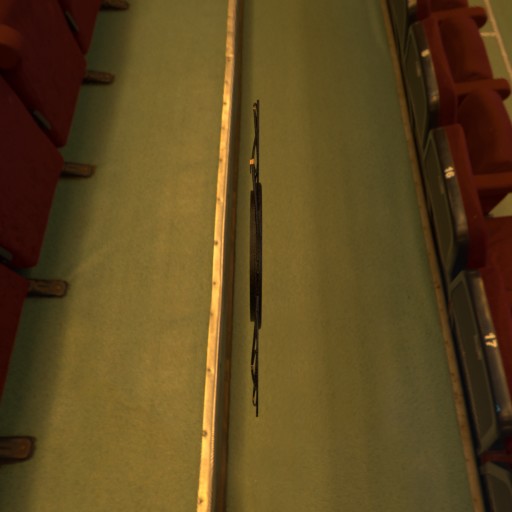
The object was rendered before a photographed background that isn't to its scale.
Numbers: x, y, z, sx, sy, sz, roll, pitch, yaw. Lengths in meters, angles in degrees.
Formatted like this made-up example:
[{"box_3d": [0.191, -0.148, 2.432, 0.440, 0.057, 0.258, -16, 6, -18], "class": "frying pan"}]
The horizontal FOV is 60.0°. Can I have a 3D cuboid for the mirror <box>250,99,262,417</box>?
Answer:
[{"box_3d": [0.000, 0.000, 1.160, 0.028, 0.775, 0.797, 0, 63, 0], "class": "mirror"}]
